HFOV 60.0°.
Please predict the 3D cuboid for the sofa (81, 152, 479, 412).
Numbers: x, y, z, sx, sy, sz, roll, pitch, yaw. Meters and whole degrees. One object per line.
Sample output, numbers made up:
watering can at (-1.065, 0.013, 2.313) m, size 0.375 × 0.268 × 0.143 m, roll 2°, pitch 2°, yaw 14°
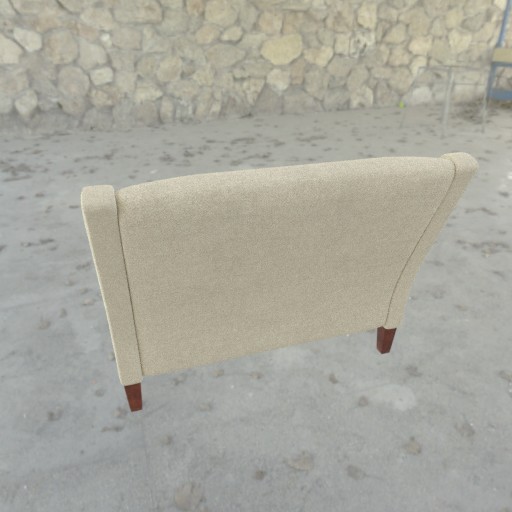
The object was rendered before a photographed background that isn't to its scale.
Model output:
sofa at (0.000, 0.000, 1.849) m, size 1.212 × 0.976 × 0.946 m, roll -8°, pitch 28°, yaw -16°
